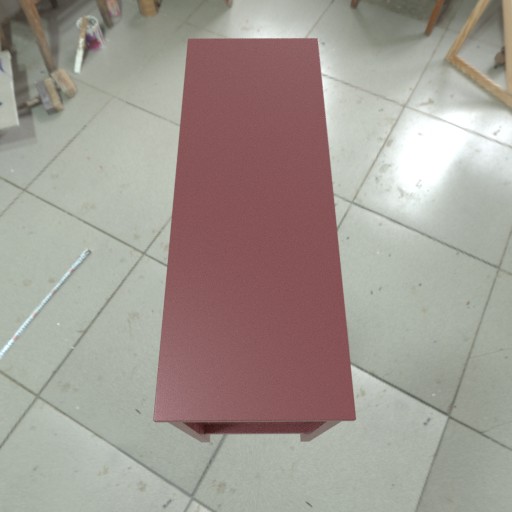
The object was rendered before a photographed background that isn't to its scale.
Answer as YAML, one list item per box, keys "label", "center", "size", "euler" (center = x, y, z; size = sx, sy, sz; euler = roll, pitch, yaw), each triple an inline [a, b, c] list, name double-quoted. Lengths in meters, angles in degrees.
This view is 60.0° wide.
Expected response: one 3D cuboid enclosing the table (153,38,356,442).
- label: "table"
  center: [0.000, 0.000, 1.414]
  size: [0.397, 0.753, 1.068]
  euler: [0, 64, 0]
